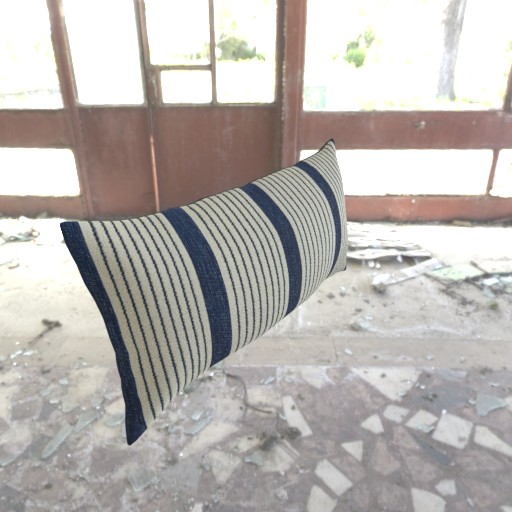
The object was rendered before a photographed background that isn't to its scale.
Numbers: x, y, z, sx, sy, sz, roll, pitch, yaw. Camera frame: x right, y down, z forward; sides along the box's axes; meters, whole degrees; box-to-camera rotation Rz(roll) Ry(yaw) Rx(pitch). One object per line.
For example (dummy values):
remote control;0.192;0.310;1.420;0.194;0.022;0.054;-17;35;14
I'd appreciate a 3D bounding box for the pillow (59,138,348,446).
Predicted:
pillow;0.000;0.000;0.732;0.156;0.292;0.608;18;31;33
